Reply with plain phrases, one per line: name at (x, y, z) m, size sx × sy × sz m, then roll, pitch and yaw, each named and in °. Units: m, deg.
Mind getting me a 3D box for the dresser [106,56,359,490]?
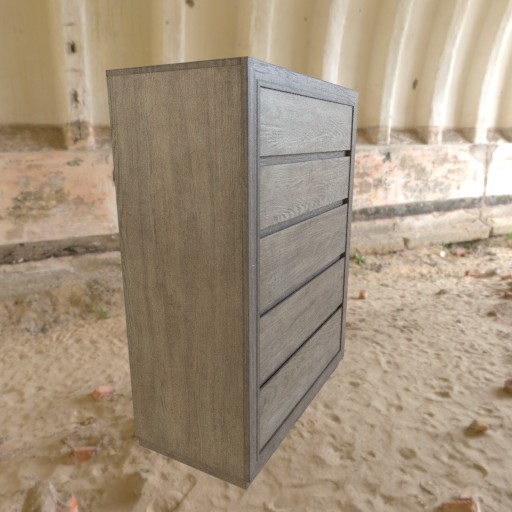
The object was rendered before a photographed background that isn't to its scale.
dresser at (0.000, 0.000, 1.769) m, size 0.483 × 1.295 × 0.967 m, roll 8°, pitch 17°, yaw 28°
